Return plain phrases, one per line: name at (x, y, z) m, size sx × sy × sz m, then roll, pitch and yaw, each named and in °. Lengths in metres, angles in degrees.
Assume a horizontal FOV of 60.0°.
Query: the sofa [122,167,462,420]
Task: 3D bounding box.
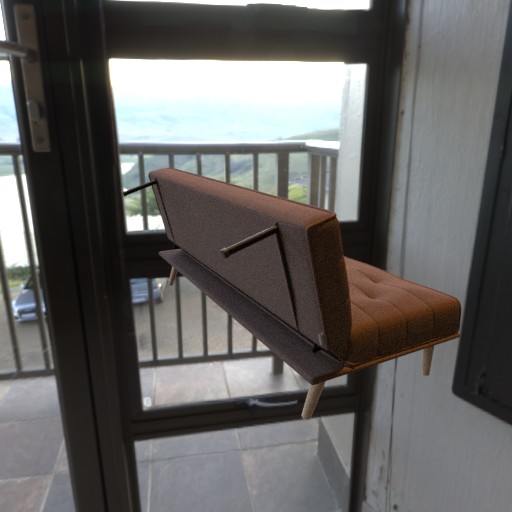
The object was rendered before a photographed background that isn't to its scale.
sofa at (0.000, 0.000, 2.373) m, size 1.038 × 0.810 × 1.820 m, roll -9°, pitch 19°, yaw -27°
